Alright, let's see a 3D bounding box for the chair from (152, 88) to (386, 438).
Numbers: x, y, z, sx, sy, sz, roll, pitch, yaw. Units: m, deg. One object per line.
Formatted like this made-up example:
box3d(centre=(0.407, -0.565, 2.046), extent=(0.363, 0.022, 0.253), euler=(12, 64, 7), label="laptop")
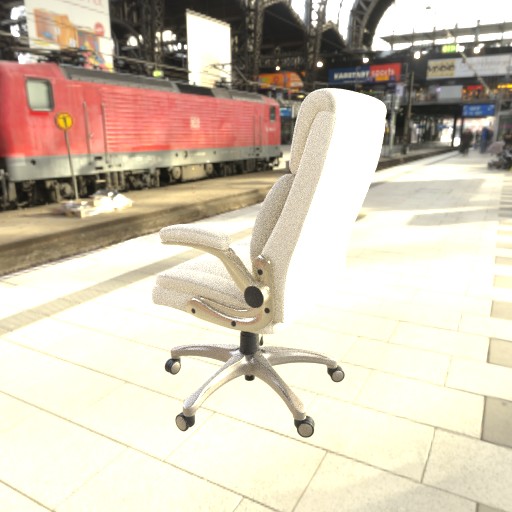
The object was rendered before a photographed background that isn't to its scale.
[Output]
box3d(centre=(0.000, 0.000, 1.642), extent=(0.794, 1.110, 0.740), euler=(8, 17, 26), label="chair")
